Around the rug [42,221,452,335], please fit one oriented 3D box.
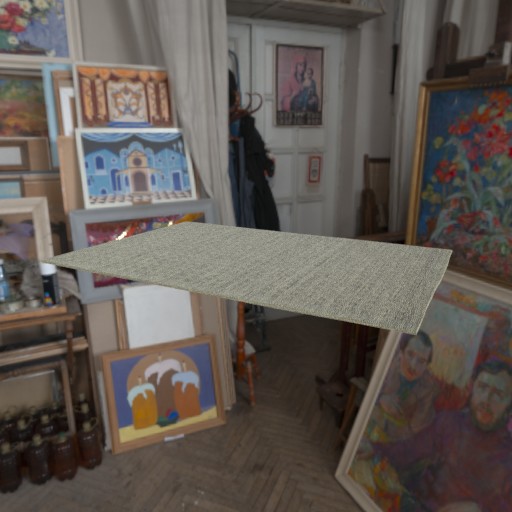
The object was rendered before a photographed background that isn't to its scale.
[{"bbox_3d":[0.000,0.000,2.954,2.297,0.018,1.532,8,17,27],"label":"rug"}]
